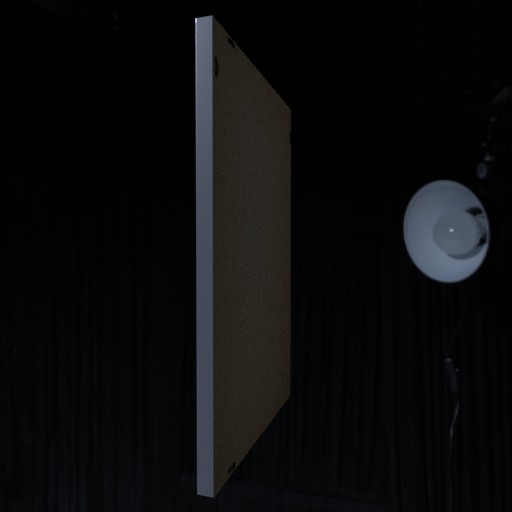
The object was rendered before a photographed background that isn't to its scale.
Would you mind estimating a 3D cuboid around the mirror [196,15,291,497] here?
[{"bbox_3d":[0.000,0.000,1.134,0.040,0.915,0.609,0,2,18],"label":"mirror"}]
